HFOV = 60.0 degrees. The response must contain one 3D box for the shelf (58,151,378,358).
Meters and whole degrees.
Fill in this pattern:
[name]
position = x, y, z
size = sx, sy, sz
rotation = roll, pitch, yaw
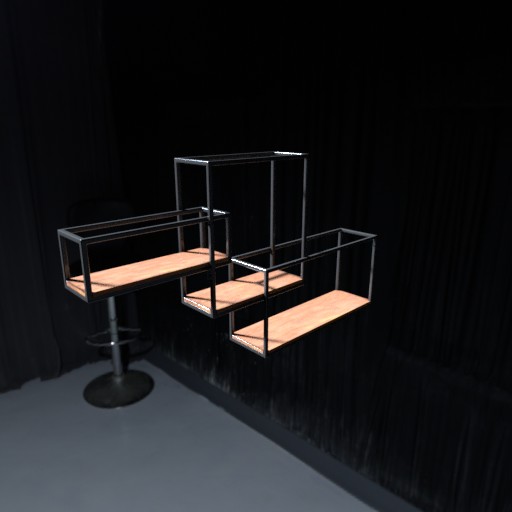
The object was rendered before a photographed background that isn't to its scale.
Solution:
[shelf]
position = 0.000, 0.000, 2.185
size = 1.781, 0.972, 0.275
rotation = -15, 23, -41
